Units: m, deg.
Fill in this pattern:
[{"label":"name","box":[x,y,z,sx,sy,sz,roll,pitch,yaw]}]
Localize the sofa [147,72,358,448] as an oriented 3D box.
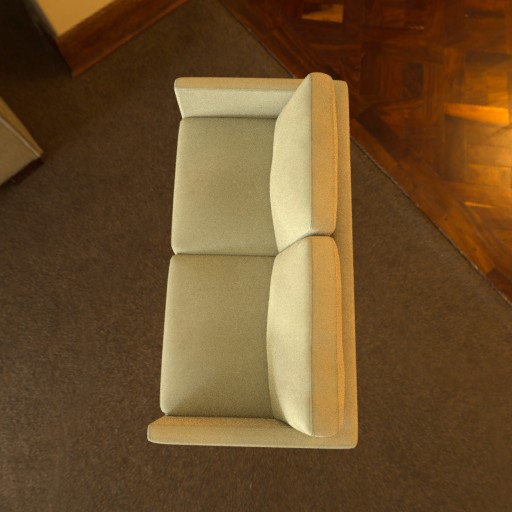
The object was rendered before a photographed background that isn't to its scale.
[{"label":"sofa","box":[0.000,0.000,2.390,0.950,0.940,1.846,1,76,0]}]
